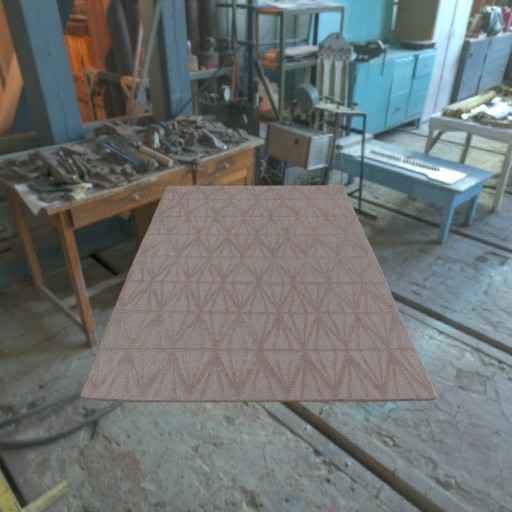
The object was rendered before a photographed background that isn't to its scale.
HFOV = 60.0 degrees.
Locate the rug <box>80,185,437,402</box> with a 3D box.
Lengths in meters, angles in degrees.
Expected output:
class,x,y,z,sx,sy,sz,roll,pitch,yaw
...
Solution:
class,x,y,z,sx,sy,sz,roll,pitch,yaw
rug,0.000,0.000,2.278,1.230,0.025,1.837,0,32,0
